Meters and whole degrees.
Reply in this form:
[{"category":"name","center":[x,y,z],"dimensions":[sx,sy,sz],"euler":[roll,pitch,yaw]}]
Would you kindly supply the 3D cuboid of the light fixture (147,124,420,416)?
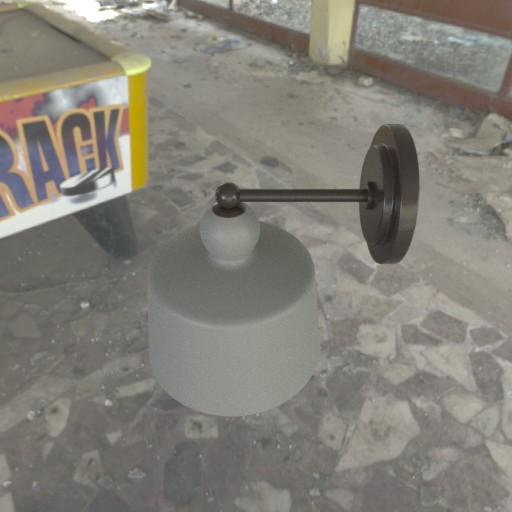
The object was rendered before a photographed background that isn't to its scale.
[{"category":"light fixture","center":[0.000,0.000,0.451],"dimensions":[0.254,0.268,0.204],"euler":[0,39,0]}]
